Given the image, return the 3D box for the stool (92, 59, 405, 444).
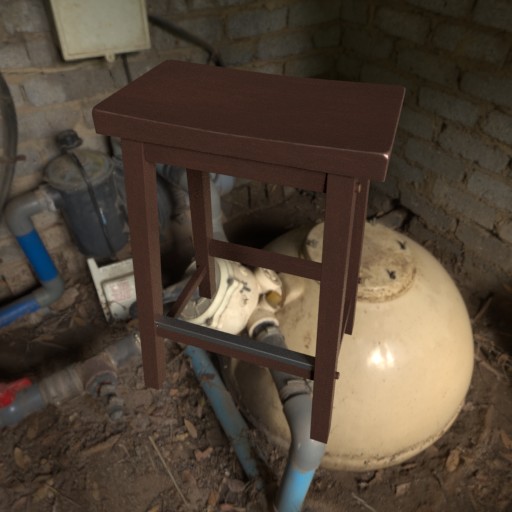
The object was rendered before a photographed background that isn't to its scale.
[{"bbox_3d":[0.000,0.000,0.840,0.406,0.610,0.322,13,42,14],"label":"stool"}]
